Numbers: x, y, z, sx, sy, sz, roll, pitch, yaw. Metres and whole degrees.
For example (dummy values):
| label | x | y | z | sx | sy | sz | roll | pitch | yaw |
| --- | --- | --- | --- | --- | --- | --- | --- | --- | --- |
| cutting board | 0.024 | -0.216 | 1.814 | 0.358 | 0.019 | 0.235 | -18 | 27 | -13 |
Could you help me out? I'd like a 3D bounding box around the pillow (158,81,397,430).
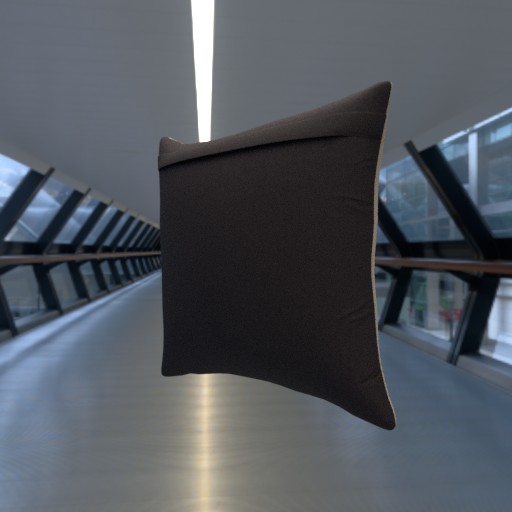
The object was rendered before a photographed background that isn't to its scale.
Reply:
| label | x | y | z | sx | sy | sz | roll | pitch | yaw |
| --- | --- | --- | --- | --- | --- | --- | --- | --- | --- |
| pillow | 0.000 | 0.000 | 0.633 | 0.405 | 0.406 | 0.173 | 0 | -1 | 38 |
